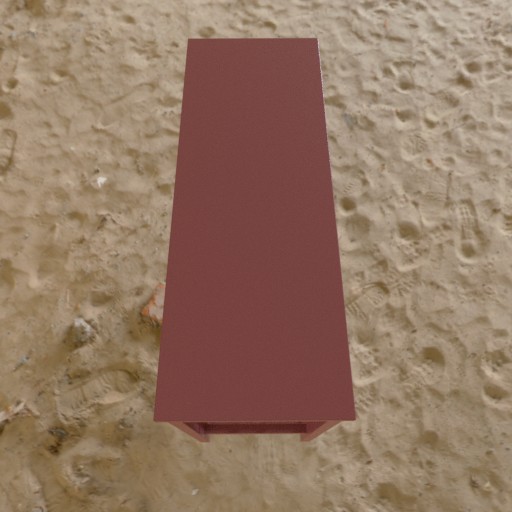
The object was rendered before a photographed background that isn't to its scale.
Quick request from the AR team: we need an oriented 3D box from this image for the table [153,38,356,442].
[{"bbox_3d":[0.000,0.000,1.414,0.397,0.753,1.068,0,64,0],"label":"table"}]
